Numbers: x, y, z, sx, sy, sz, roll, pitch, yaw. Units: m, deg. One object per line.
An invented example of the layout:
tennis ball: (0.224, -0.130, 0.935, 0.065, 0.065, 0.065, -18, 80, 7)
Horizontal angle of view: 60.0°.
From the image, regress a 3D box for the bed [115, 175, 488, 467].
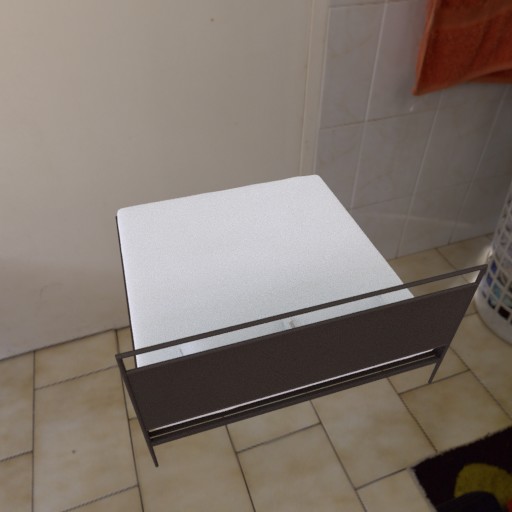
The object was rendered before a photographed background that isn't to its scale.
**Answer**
bed: (0.000, 0.000, 3.350, 1.993, 1.173, 2.151, -12, 44, -13)
